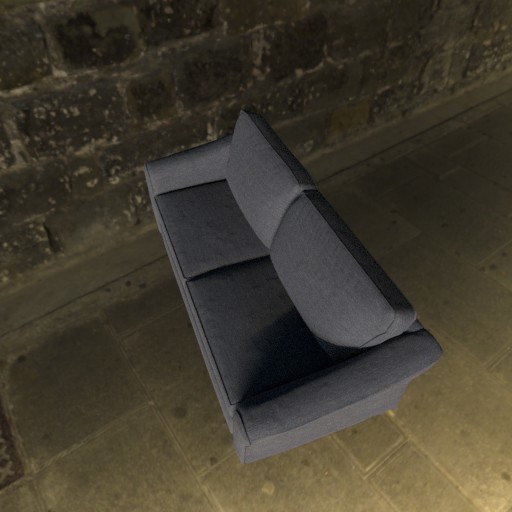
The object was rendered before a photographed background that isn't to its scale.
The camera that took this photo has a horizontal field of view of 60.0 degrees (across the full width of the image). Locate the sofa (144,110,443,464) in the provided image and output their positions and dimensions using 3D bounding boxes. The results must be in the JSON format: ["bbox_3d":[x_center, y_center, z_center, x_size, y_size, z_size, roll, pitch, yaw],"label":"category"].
[{"bbox_3d":[0.000,0.000,2.788,0.971,0.950,2.270,-16,48,-15],"label":"sofa"}]
